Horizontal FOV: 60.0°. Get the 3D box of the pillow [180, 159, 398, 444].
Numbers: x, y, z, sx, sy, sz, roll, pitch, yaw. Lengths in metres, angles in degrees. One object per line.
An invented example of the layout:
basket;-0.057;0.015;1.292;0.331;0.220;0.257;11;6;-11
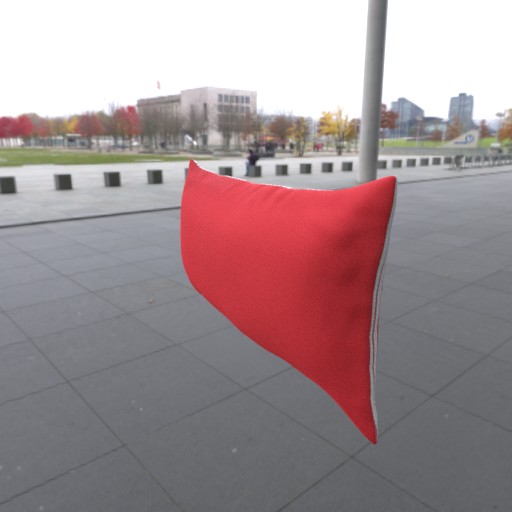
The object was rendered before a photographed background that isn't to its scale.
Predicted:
pillow;0.000;0.000;0.720;0.151;0.297;0.608;-7;16;-26
